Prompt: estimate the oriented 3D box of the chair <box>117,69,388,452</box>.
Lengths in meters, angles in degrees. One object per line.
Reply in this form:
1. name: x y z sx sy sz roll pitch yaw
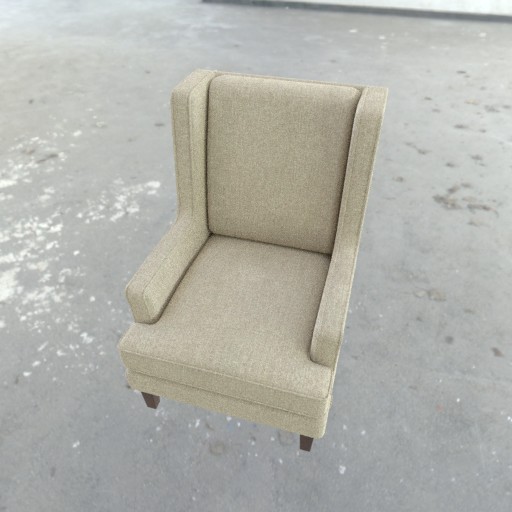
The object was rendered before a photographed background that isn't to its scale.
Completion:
1. chair: 0.000 0.000 1.718 0.764 1.082 0.948 11 41 12
